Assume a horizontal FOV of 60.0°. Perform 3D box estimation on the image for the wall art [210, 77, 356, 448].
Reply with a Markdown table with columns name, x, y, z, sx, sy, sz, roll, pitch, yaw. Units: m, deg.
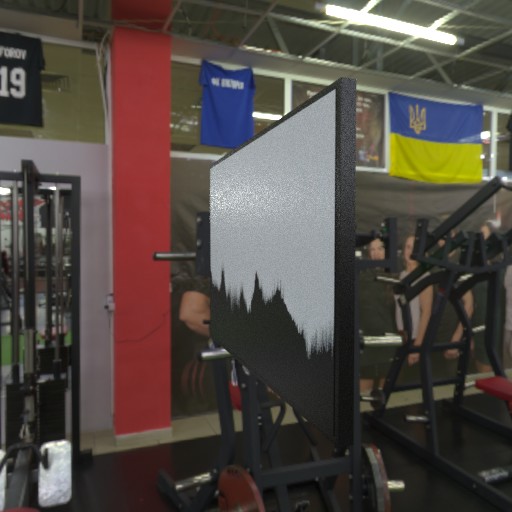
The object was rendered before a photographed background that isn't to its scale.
| name | x | y | z | sx | sy | sz | roll | pitch | yaw |
| --- | --- | --- | --- | --- | --- | --- | --- | --- | --- |
| wall art | 0.000 | 0.000 | 0.845 | 0.022 | 0.446 | 0.659 | -1 | 2 | -19 |
